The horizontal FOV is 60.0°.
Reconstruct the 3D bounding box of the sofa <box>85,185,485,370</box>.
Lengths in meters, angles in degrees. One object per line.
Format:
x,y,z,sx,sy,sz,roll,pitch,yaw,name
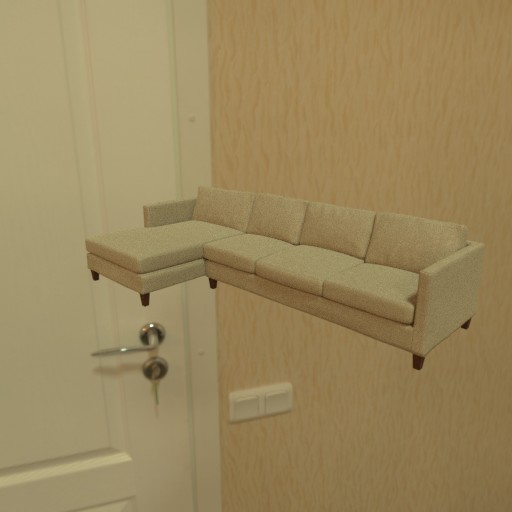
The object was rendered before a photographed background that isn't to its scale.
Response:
0.000,0.000,3.845,3.186,0.846,1.625,16,23,42,sofa
